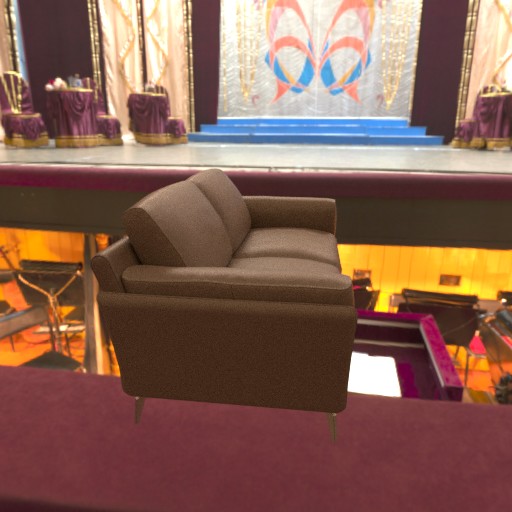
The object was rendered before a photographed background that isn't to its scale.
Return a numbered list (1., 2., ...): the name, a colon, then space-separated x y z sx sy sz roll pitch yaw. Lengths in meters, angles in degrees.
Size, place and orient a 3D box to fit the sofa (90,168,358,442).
1. sofa: 0.000 0.000 2.685 1.049 0.930 2.101 2 17 7
